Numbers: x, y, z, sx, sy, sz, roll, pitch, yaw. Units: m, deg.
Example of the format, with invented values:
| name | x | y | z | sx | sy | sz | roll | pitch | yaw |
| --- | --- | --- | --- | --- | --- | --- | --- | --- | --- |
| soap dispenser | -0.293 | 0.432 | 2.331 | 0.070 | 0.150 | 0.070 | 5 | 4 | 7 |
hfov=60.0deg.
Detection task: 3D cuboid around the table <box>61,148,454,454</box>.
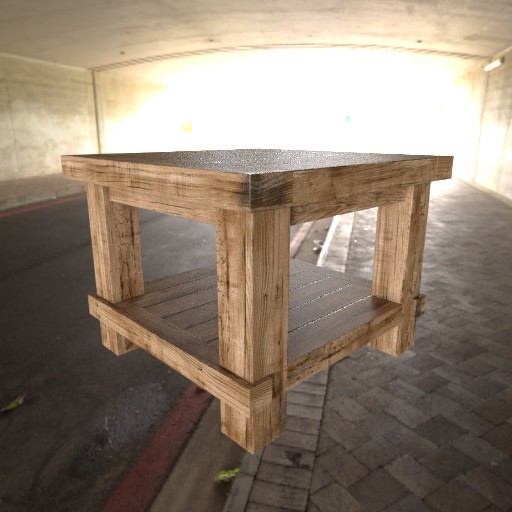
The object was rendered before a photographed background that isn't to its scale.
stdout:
| name | x | y | z | sx | sy | sz | roll | pitch | yaw |
| --- | --- | --- | --- | --- | --- | --- | --- | --- | --- |
| table | 0.000 | 0.000 | 1.031 | 0.610 | 0.457 | 0.610 | -15 | 22 | -42 |
